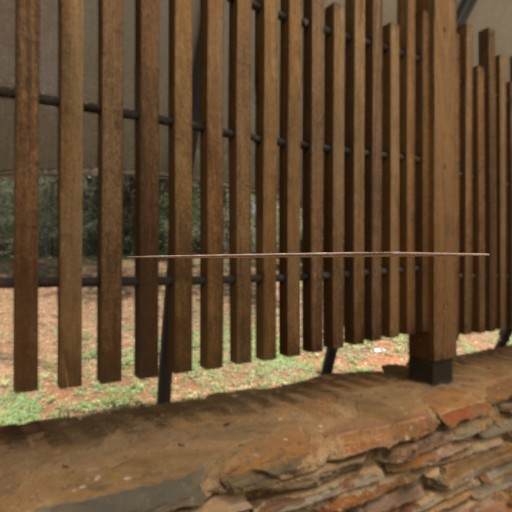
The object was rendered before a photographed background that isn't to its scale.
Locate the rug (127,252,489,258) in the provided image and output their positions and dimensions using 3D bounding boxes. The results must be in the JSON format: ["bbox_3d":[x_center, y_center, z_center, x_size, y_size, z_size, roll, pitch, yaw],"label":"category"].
[{"bbox_3d":[0.000,0.000,2.670,0.685,0.013,2.437,0,-1,-37],"label":"rug"}]
